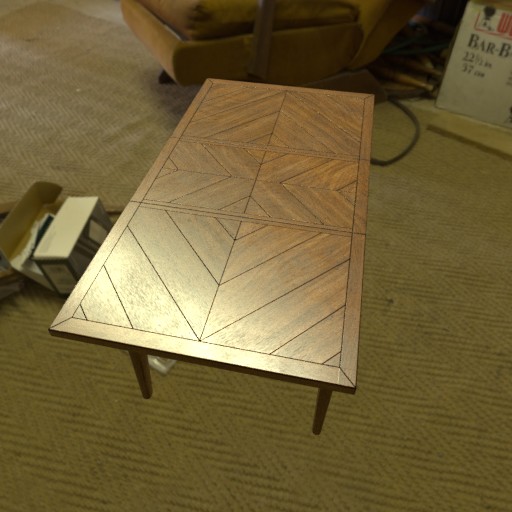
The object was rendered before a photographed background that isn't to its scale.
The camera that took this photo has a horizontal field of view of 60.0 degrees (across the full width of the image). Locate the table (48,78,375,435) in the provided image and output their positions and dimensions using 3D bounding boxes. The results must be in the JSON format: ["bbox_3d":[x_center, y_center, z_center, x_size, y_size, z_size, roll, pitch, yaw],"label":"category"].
[{"bbox_3d":[0.000,0.000,1.789,0.757,0.760,1.400,9,47,8],"label":"table"}]
